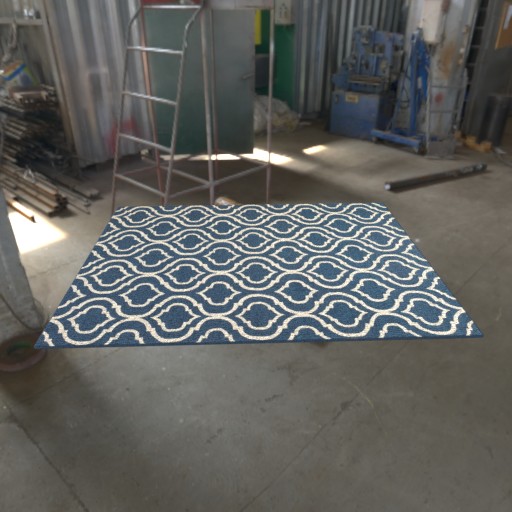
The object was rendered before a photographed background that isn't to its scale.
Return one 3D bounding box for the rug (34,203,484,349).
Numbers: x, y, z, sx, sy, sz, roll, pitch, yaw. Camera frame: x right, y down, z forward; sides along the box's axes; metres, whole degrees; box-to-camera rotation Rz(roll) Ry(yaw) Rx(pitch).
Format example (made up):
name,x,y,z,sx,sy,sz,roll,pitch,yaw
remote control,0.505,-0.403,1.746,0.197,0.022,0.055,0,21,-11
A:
name,x,y,z,sx,sy,sz,roll,pitch,yaw
rug,0.000,0.000,3.821,2.881,0.020,2.270,-1,29,-2
